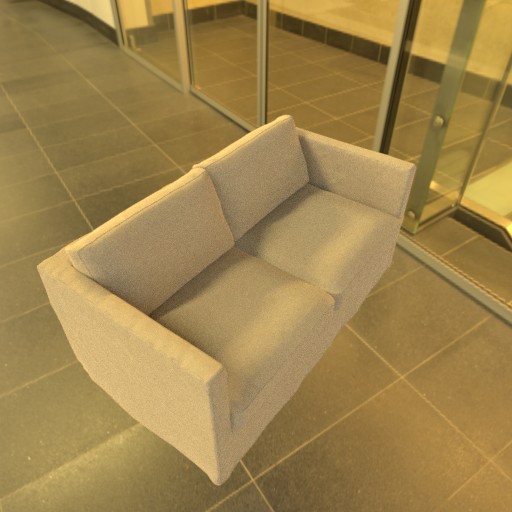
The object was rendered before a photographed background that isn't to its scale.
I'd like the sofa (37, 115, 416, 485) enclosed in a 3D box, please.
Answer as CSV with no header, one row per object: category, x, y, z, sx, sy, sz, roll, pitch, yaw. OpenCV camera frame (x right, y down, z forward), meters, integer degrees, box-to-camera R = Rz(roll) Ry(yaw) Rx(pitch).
sofa,0.000,0.000,2.249,0.962,0.835,1.719,26,47,27
